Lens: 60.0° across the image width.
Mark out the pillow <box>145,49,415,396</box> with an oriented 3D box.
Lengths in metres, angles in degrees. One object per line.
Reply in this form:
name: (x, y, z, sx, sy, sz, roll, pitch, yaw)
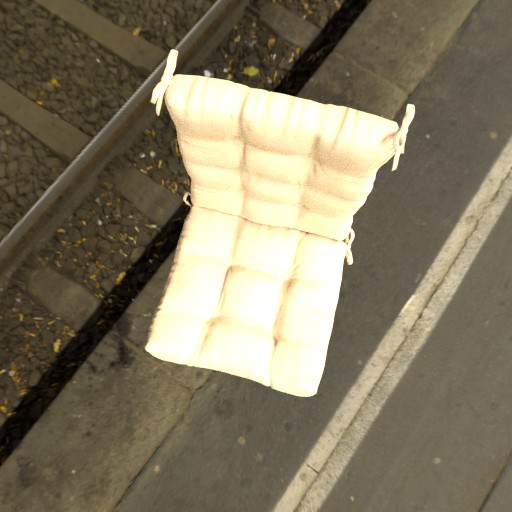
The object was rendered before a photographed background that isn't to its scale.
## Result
pillow: (0.000, 0.000, 1.034, 0.519, 0.605, 0.571, 14, 76, 4)
